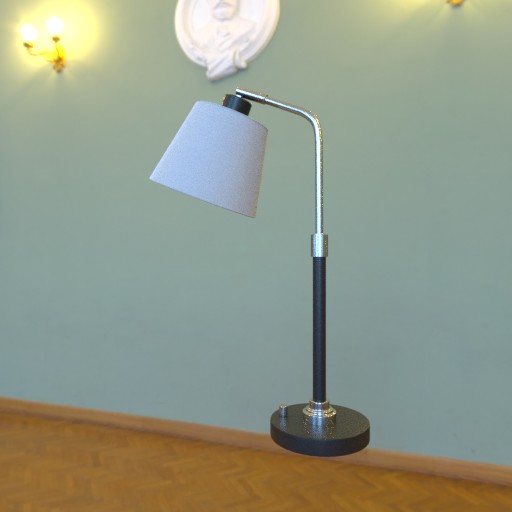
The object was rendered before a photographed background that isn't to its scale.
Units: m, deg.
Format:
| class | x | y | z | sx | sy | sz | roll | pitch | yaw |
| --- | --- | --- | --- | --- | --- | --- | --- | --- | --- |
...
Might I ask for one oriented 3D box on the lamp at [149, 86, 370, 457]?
| class | x | y | z | sx | sy | sz | roll | pitch | yaw |
| --- | --- | --- | --- | --- | --- | --- | --- | --- | --- |
| lamp | 0.000 | 0.000 | 0.697 | 0.348 | 0.539 | 0.181 | 0 | 0 | 17 |
